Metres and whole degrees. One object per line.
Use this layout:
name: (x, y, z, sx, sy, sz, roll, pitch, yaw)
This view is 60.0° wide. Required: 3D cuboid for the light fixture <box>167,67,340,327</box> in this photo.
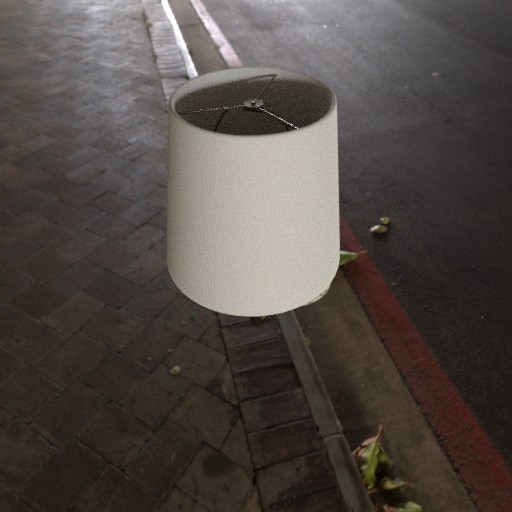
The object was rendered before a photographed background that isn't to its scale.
light fixture: (0.000, 0.000, 0.453, 0.168, 0.337, 0.188, 13, 44, 14)
